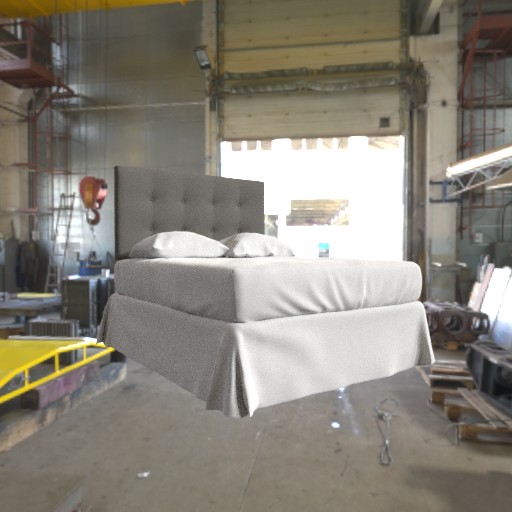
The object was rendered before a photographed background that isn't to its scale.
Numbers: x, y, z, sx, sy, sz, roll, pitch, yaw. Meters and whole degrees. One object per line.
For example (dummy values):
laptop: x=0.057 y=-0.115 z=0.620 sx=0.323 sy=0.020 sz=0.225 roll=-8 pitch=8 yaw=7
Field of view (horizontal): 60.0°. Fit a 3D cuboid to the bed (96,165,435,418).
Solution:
bed: x=0.000 y=0.000 z=3.571 sx=1.936 sy=1.577 sz=2.222 roll=-1 pitch=1 yaw=-36
